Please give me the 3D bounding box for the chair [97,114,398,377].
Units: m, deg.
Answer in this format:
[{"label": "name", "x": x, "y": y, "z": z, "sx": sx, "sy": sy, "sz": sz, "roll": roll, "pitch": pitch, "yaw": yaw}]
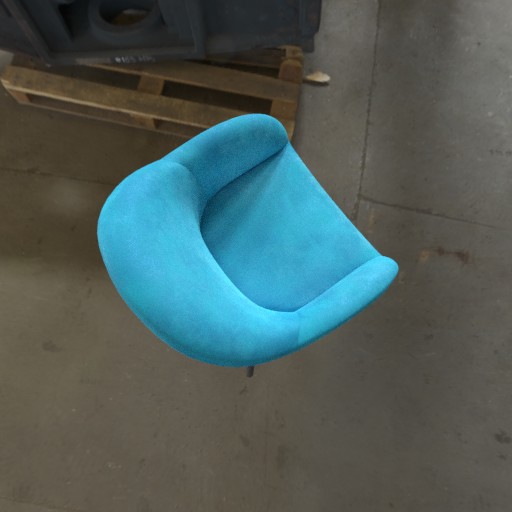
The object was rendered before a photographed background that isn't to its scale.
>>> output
[{"label": "chair", "x": 0.000, "y": 0.000, "z": 1.185, "sx": 0.590, "sy": 0.795, "sz": 0.550, "roll": -35, "pitch": 78, "yaw": -9}]
